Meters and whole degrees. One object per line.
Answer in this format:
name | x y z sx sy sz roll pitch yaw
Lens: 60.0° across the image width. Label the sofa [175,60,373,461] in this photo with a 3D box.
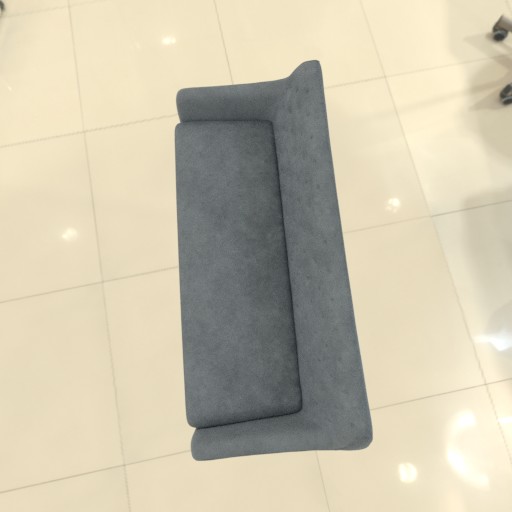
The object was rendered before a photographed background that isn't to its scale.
sofa | 0.000 0.000 2.418 0.841 0.832 1.975 -5 75 -1
